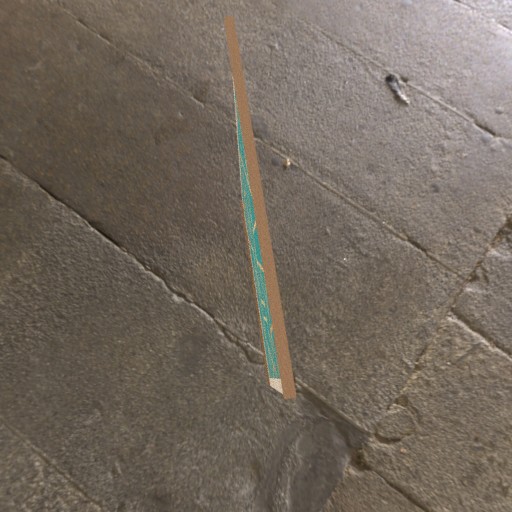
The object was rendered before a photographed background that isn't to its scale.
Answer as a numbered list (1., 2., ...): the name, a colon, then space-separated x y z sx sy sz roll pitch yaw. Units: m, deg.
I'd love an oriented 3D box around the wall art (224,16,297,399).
1. wall art: 0.000 0.000 0.786 0.012 0.608 0.459 -8 75 -2
